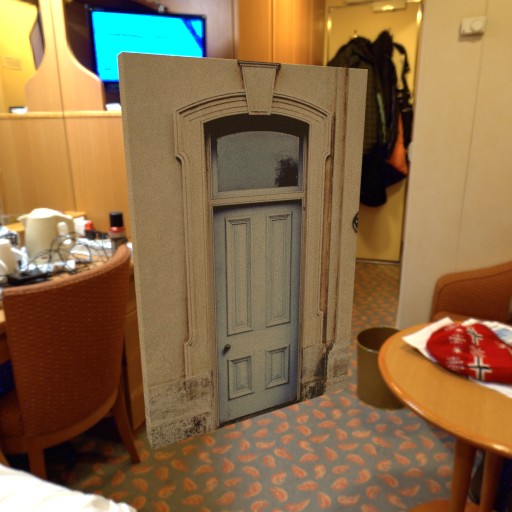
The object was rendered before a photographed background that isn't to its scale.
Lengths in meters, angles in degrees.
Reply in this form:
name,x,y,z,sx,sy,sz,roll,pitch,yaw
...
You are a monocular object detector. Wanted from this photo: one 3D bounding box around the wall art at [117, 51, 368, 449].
name,x,y,z,sx,sy,sz,roll,pitch,yaw
wall art,0.000,0.000,0.755,0.403,0.607,0.036,-8,18,-26
